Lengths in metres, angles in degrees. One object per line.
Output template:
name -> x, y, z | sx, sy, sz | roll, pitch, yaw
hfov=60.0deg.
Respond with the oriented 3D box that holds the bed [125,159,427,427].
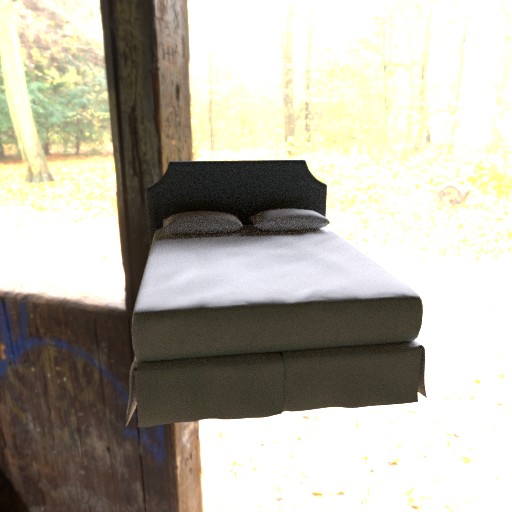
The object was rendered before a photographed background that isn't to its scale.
bed -> 0.000, 0.000, 3.450 | 1.811, 1.296, 2.259 | -2, 17, -8
